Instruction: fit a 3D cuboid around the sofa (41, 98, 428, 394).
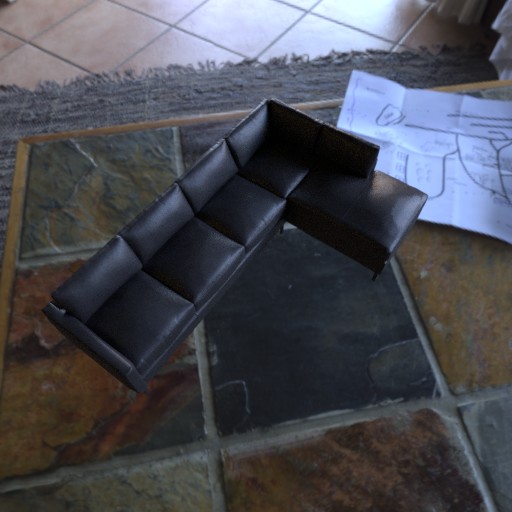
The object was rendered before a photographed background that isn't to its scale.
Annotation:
[{"bbox_3d":[0.000,0.000,3.909,1.938,0.877,2.984,31,62,18],"label":"sofa"}]
